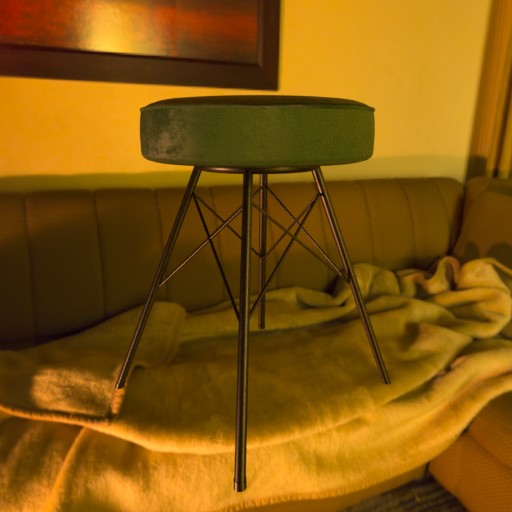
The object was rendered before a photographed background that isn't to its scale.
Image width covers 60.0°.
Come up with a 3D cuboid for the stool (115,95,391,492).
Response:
[{"bbox_3d":[0.000,0.000,0.896,0.457,0.595,0.430,-15,21,-42],"label":"stool"}]
